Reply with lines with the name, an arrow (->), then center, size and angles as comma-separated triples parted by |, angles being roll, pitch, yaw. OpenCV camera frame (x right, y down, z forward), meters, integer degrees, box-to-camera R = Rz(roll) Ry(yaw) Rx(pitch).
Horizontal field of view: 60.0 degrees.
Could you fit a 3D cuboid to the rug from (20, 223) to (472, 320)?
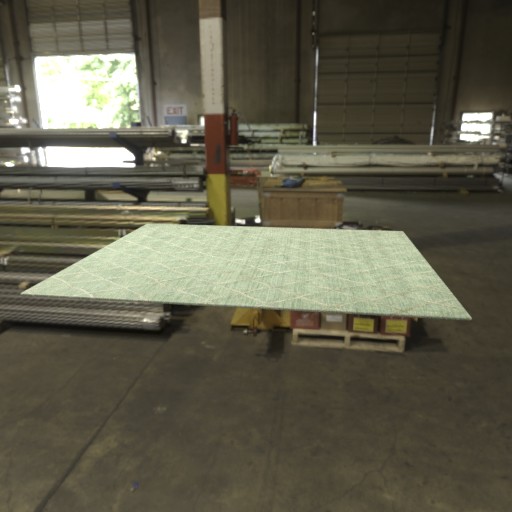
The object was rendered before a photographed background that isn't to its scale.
rug -> 0.000, 0.000, 4.090 | 3.039, 0.019, 2.420 | 2, 16, 8
